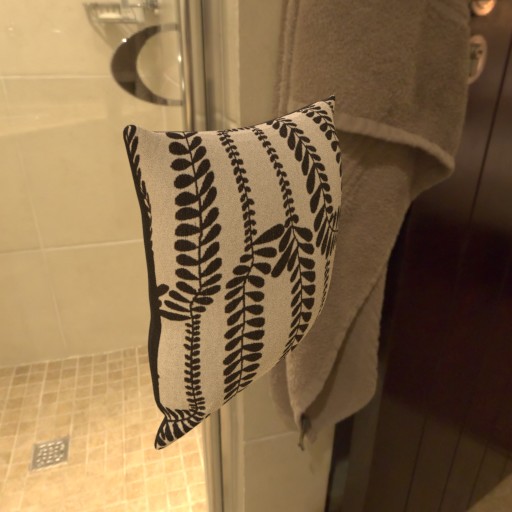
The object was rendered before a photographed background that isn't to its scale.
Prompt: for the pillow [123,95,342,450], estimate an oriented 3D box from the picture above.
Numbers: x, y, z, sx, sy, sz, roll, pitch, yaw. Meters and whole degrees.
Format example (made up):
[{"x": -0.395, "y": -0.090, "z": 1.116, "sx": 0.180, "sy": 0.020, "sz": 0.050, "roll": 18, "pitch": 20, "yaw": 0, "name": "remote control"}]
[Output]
[{"x": 0.000, "y": 0.000, "z": 0.674, "sx": 0.182, "sy": 0.441, "sz": 0.440, "roll": 18, "pitch": 31, "yaw": 33, "name": "pillow"}]
